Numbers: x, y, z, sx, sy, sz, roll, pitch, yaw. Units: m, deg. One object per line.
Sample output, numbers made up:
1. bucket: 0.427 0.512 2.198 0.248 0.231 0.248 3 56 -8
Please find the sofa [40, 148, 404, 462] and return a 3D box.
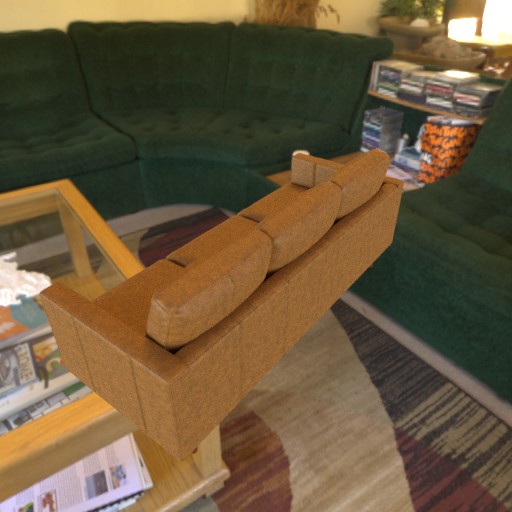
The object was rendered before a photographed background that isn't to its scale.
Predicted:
1. sofa: 0.000 0.000 2.698 0.903 0.930 2.231 23 40 30
